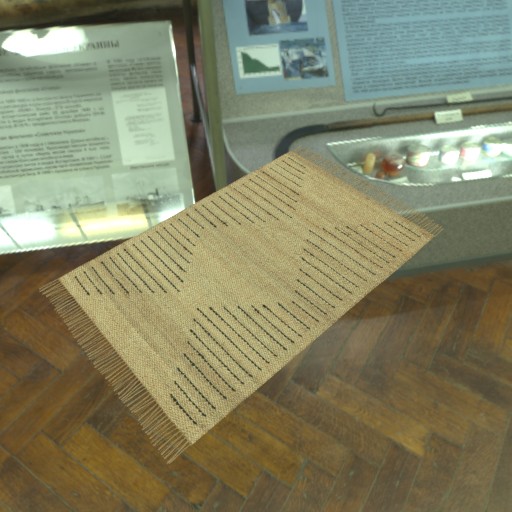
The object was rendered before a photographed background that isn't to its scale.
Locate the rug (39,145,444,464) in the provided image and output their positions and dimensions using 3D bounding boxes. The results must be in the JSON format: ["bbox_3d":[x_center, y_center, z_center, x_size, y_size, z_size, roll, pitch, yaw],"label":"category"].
[{"bbox_3d":[0.000,0.000,2.562,2.085,0.027,1.224,-34,55,-27],"label":"rug"}]
